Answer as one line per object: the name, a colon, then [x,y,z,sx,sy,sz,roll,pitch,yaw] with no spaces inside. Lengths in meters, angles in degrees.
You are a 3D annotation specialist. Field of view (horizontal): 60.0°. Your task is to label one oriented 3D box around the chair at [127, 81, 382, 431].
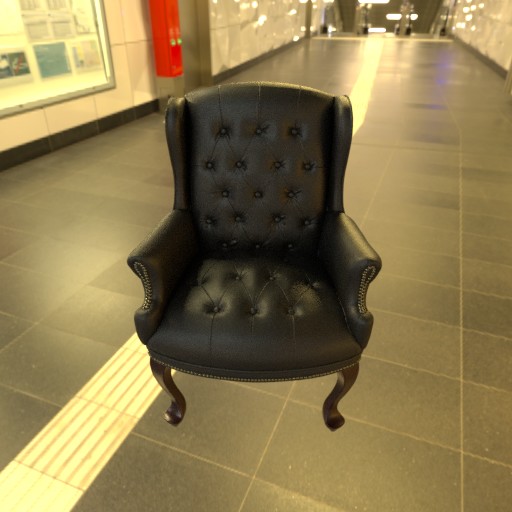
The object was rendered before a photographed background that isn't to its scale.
chair: [0.000,0.000,1.667,0.831,1.133,0.822,1,30,2]
